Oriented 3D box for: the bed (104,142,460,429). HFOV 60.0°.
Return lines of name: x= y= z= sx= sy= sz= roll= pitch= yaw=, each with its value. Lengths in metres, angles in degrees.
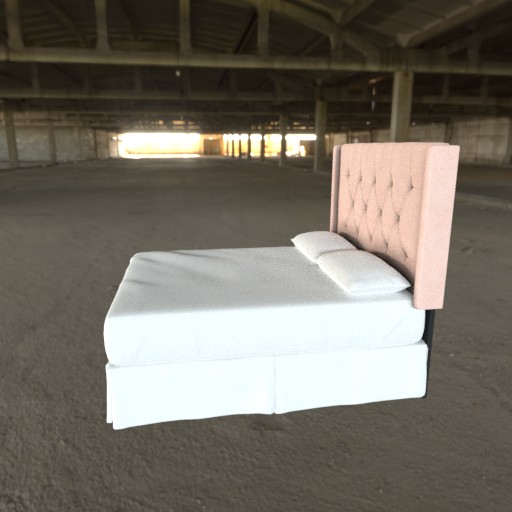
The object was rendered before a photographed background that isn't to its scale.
bed: x=0.000 y=0.000 z=3.357 sx=2.066 sy=1.665 sz=1.719 roll=-2 pitch=14 yaw=-9
